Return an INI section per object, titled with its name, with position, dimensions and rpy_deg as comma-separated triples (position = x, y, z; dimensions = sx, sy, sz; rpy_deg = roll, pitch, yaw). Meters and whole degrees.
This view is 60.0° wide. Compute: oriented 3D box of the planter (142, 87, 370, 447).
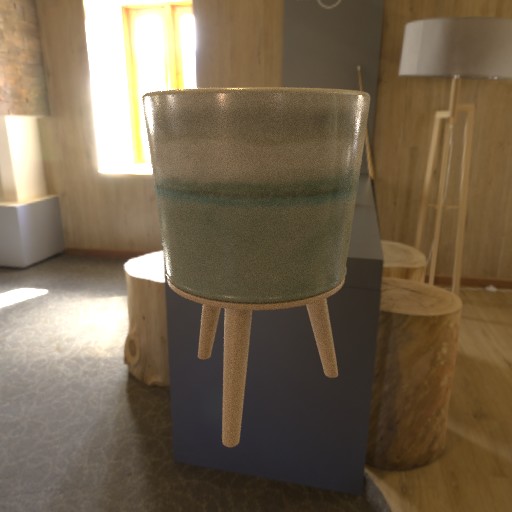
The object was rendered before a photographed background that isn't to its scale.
[planter]
position = 0.000, 0.000, 0.587
dimensions = 0.265, 0.404, 0.265
rpy_deg = 9, 20, 26
